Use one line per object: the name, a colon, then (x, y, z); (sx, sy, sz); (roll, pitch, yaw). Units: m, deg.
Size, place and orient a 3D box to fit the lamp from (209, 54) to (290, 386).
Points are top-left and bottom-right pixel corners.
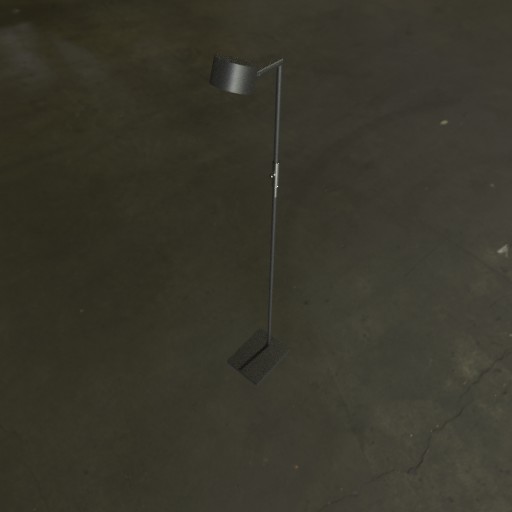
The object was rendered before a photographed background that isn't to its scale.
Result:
lamp: (0.000, 0.000, 1.725); (0.203, 1.600, 0.304); (32, 55, 26)
